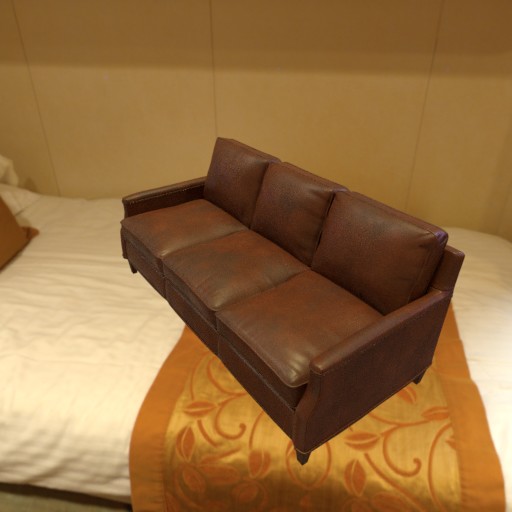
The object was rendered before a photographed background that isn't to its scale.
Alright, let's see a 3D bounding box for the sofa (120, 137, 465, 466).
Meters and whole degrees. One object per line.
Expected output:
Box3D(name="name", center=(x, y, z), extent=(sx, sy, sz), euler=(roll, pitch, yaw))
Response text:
Box3D(name="sofa", center=(0.000, 0.000, 2.897), extent=(1.084, 1.003, 2.240), euler=(-20, 37, -30))
